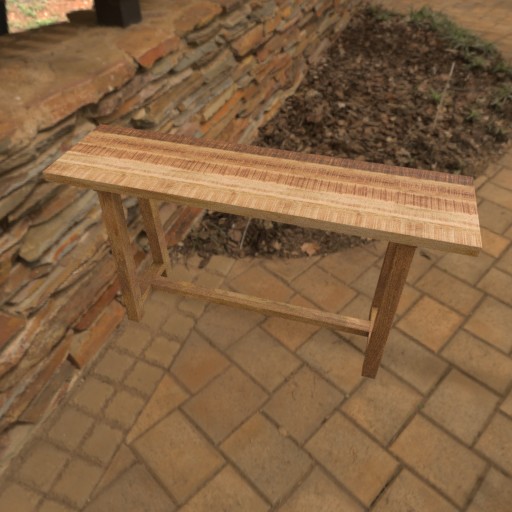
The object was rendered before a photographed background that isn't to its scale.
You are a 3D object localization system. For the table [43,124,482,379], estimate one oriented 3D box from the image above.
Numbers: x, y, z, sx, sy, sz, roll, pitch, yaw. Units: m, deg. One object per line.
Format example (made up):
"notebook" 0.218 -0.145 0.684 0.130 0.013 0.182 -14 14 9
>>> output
"table" 0.000 0.000 1.897 1.524 0.810 0.405 11 44 12
